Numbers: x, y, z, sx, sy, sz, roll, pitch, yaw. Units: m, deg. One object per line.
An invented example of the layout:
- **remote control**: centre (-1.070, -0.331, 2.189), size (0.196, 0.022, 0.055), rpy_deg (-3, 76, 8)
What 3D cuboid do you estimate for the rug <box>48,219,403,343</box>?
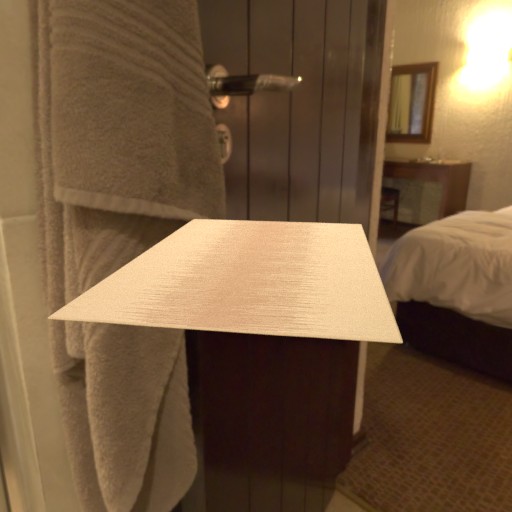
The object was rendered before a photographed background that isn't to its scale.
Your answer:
- **rug**: centre (0.000, 0.000, 2.375), size (1.234, 0.006, 1.850), rpy_deg (2, 16, 8)
